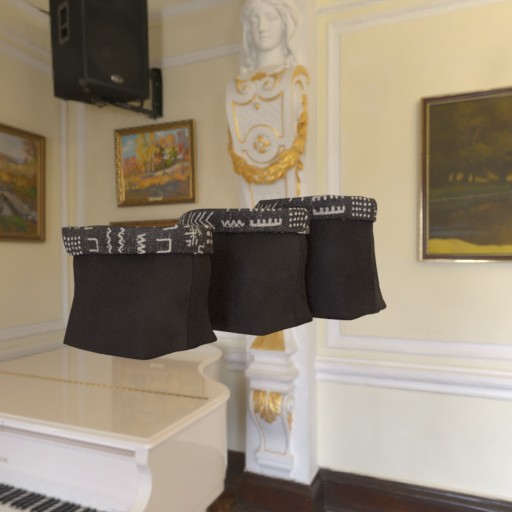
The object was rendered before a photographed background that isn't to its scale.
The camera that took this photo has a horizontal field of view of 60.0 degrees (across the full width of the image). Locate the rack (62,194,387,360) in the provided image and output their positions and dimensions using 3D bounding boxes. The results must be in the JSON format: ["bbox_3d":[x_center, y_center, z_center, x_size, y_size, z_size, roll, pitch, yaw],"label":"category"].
[{"bbox_3d":[0.000,0.000,1.060,0.379,0.323,0.905,0,-1,35],"label":"rack"}]
